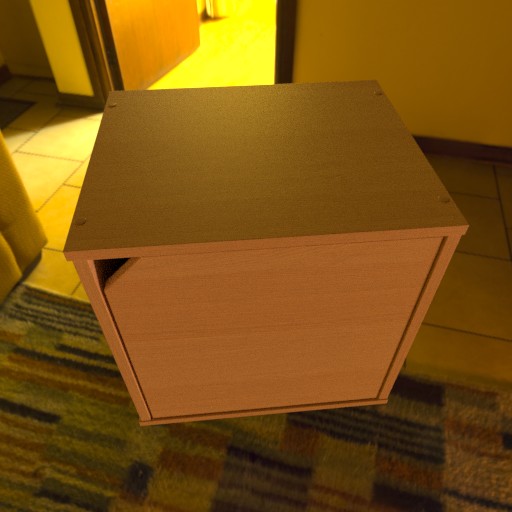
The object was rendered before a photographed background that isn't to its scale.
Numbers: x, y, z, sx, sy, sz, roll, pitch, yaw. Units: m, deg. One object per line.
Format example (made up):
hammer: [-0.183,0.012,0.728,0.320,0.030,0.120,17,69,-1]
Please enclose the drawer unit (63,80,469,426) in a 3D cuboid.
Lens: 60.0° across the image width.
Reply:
drawer unit: [0.000,0.000,0.602,0.349,0.344,0.290,-4,46,-4]
